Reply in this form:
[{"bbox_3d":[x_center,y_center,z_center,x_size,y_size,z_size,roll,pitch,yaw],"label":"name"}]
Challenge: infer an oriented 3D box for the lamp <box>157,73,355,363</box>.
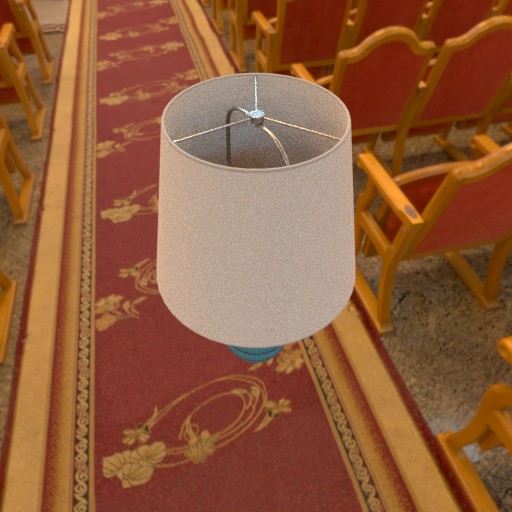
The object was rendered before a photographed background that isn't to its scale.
[{"bbox_3d":[0.000,0.000,0.564,0.254,0.392,0.254,0,47,0],"label":"lamp"}]
